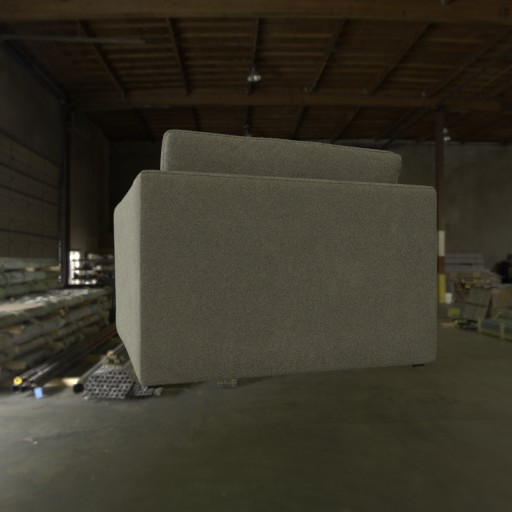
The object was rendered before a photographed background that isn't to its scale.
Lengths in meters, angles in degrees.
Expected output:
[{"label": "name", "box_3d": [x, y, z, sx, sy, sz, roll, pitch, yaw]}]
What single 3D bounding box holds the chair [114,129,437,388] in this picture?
[{"label": "chair", "box_3d": [0.000, 0.000, 1.938, 1.190, 0.845, 1.091, 0, -1, -17]}]
